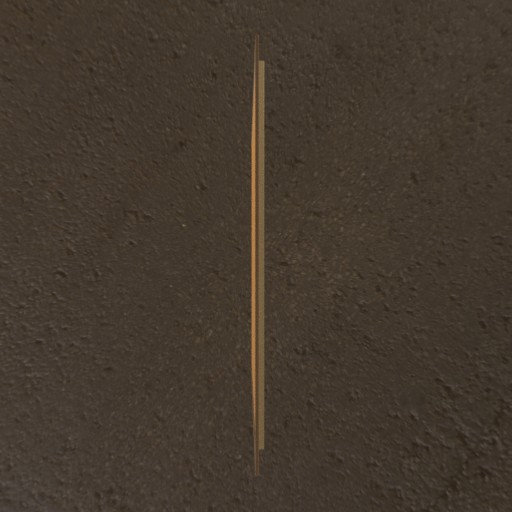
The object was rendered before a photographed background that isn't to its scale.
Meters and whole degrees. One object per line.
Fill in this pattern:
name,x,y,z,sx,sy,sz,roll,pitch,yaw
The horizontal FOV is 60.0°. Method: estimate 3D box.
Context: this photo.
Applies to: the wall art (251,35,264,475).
wall art,0.000,0.000,1.709,0.025,1.067,1.168,0,90,-1
